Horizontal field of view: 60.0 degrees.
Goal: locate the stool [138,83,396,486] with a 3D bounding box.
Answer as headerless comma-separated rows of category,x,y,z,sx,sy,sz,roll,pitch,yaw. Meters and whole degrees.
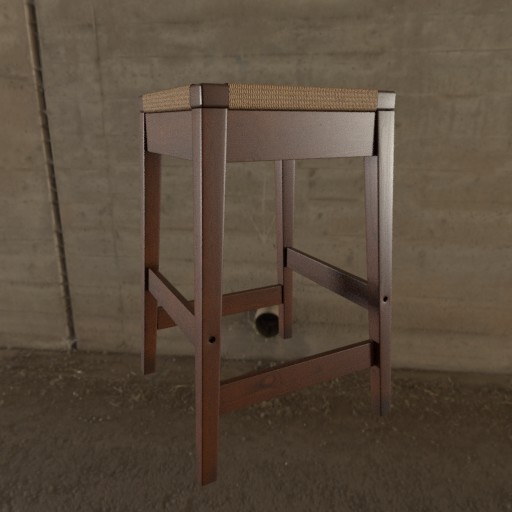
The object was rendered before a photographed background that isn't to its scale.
stool,0.000,0.000,1.101,0.507,0.762,0.497,-9,19,-26
